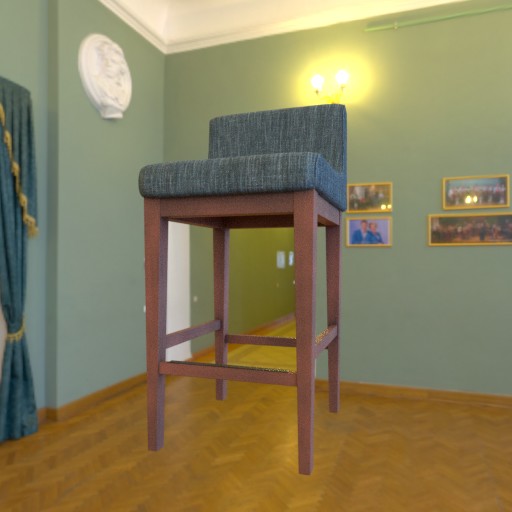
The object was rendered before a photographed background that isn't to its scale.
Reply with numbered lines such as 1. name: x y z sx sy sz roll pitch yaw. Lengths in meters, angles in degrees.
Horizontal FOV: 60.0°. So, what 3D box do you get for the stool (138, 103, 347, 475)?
1. stool: 0.000 0.000 1.090 0.395 0.835 0.459 0 -1 19
